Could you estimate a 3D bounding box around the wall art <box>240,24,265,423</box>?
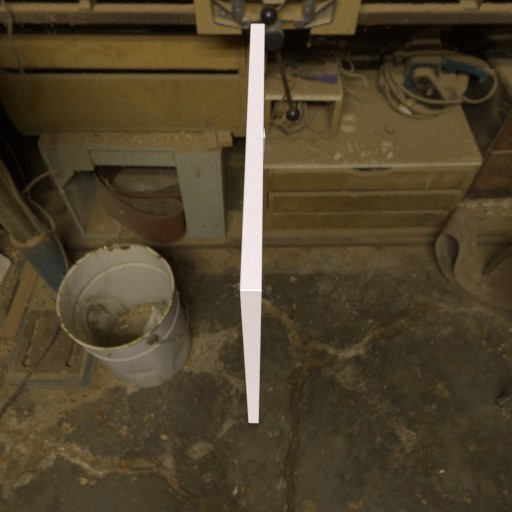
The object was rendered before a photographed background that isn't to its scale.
[{"bbox_3d":[0.000,0.000,1.419,0.042,1.056,0.805,1,58,1],"label":"wall art"}]
